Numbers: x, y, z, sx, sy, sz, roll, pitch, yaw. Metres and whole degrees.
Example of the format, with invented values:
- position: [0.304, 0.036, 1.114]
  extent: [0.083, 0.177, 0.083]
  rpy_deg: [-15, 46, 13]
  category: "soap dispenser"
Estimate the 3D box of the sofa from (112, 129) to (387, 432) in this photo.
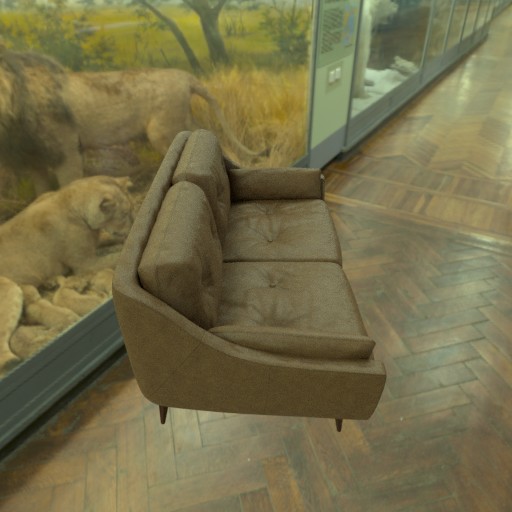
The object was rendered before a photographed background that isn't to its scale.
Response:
- position: [0.000, 0.000, 2.287]
  extent: [0.981, 0.886, 1.731]
  rpy_deg: [0, 33, 0]
  category: "sofa"
